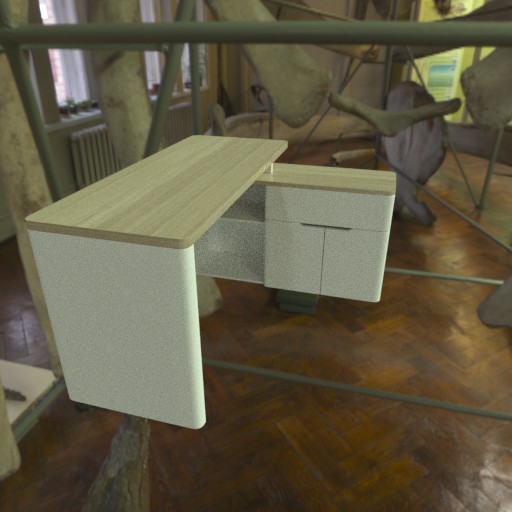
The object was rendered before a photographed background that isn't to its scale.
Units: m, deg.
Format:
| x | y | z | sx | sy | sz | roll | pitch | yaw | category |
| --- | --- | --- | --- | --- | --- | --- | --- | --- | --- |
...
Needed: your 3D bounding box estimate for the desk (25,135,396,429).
| x | y | z | sx | sy | sz | roll | pitch | yaw | category |
| --- | --- | --- | --- | --- | --- | --- | --- | --- | --- |
| 0.000 | 0.000 | 2.050 | 1.175 | 0.770 | 1.400 | 7 | 27 | 14 | desk |
